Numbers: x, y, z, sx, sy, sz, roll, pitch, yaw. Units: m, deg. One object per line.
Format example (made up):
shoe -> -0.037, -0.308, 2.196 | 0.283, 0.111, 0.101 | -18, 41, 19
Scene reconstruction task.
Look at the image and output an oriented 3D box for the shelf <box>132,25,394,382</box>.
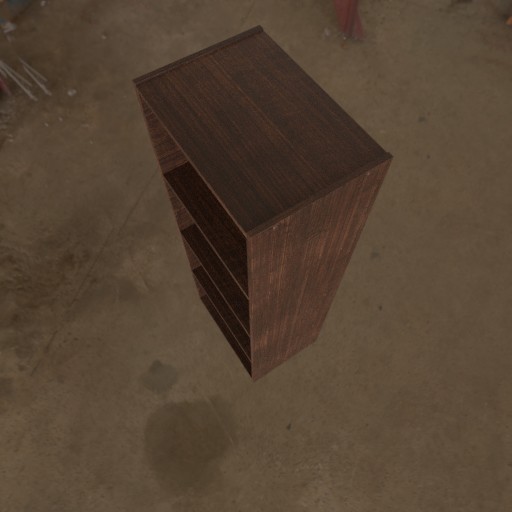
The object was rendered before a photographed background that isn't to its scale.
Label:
shelf -> 0.000, 0.000, 1.282 | 0.290, 1.099, 0.415 | -30, 67, -14
